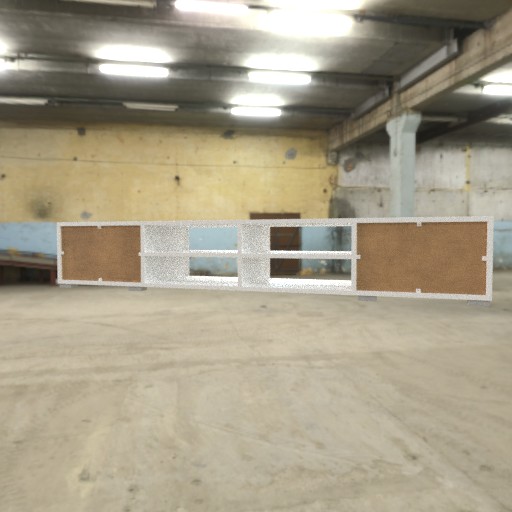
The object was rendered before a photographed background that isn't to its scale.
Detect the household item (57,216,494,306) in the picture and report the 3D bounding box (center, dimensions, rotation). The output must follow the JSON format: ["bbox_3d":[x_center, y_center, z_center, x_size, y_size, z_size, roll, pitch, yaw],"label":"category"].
[{"bbox_3d":[0.000,0.000,2.010,1.850,0.310,0.420,1,2,19],"label":"household item"}]
